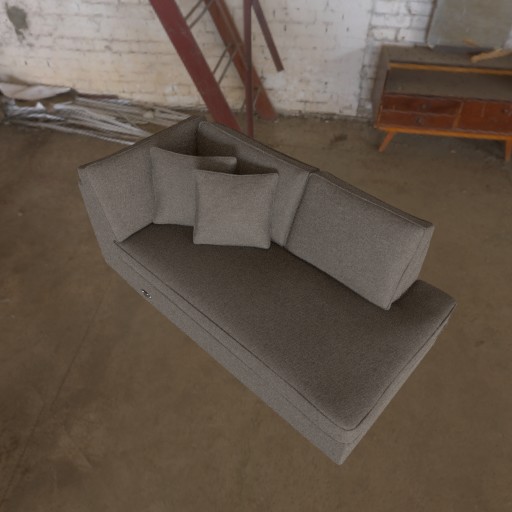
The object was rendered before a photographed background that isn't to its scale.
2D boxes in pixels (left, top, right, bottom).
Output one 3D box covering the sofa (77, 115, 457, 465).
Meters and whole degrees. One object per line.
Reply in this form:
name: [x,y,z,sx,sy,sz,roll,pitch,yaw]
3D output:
sofa: [0.000,0.000,2.819,2.237,1.033,1.110,34,54,28]
